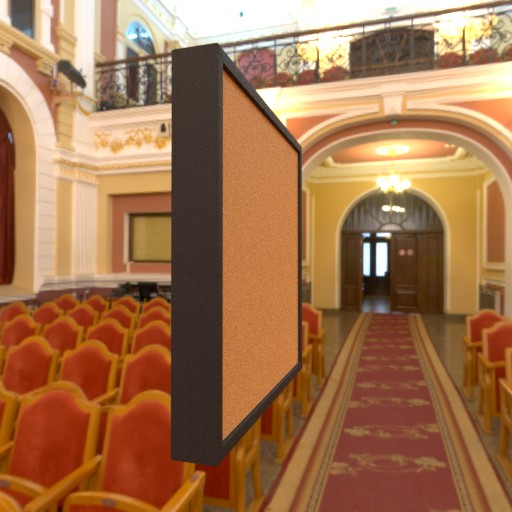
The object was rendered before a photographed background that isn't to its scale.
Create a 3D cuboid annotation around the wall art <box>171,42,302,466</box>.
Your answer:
[{"bbox_3d":[0.000,0.000,0.468,0.037,0.305,0.305,0,-1,17],"label":"wall art"}]
